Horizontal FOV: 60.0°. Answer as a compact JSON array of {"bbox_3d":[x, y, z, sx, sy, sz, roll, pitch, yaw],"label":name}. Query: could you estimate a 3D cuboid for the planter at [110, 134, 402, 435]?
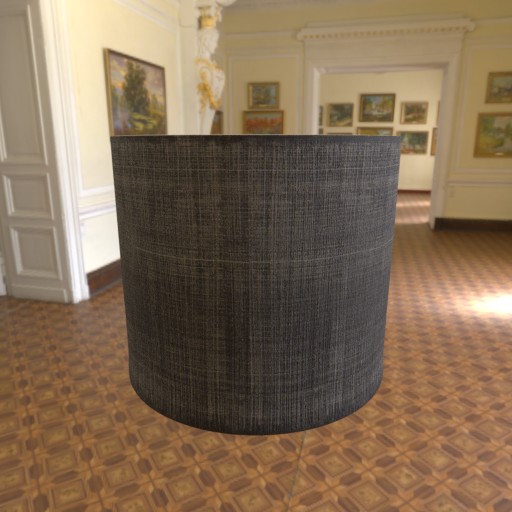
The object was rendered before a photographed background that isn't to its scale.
[{"bbox_3d":[0.000,0.000,0.303,0.178,0.157,0.178,0,14,0],"label":"planter"}]
